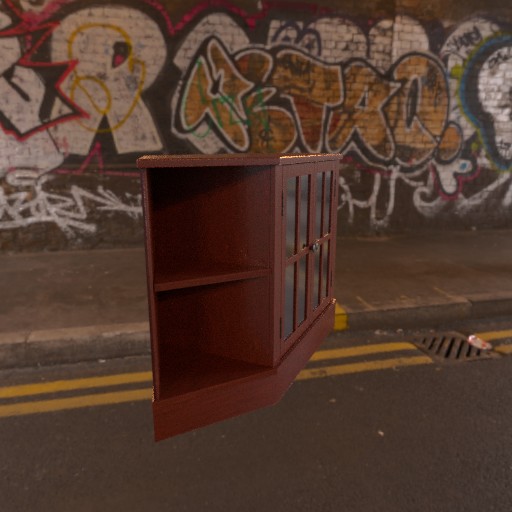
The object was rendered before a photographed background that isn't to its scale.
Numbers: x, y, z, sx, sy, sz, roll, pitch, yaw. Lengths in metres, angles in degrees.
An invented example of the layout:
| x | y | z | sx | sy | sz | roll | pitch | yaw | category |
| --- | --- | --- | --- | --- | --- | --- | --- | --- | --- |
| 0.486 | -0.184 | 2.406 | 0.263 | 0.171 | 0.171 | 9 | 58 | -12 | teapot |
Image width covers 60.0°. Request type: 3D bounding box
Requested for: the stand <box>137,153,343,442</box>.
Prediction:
| x | y | z | sx | sy | sz | roll | pitch | yaw | category |
| --- | --- | --- | --- | --- | --- | --- | --- | --- | --- |
| 0.000 | 0.000 | 1.378 | 0.381 | 0.614 | 1.072 | 6 | 15 | 24 | stand |
